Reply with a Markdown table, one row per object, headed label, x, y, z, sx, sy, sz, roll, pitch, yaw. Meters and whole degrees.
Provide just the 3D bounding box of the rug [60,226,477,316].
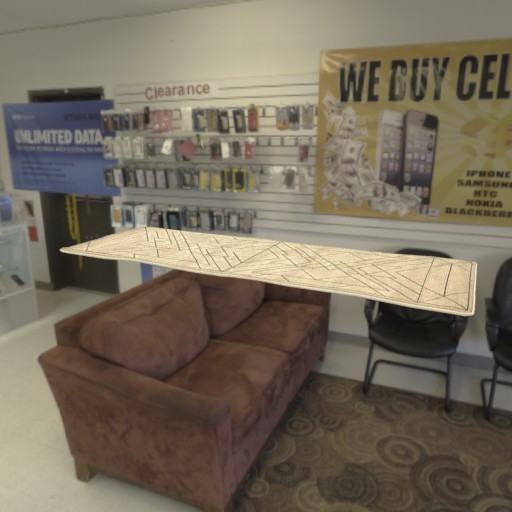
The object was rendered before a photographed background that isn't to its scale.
| label | x | y | z | sx | sy | sz | roll | pitch | yaw |
| --- | --- | --- | --- | --- | --- | --- | --- | --- | --- |
| rug | 0.000 | 0.000 | 2.658 | 2.381 | 0.036 | 0.831 | 7 | 17 | 25 |
